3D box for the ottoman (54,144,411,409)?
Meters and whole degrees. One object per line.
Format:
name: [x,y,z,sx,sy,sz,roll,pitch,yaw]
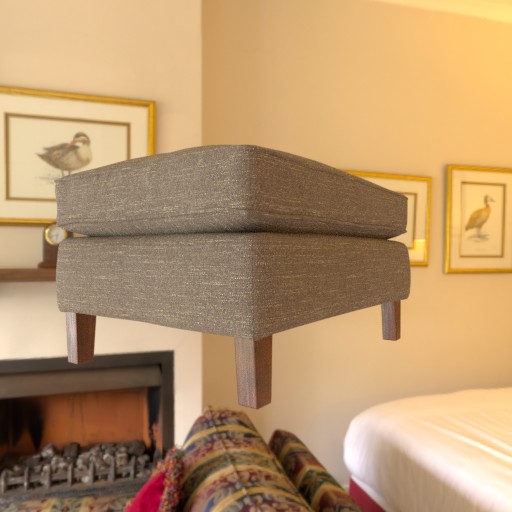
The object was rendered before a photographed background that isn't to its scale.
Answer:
ottoman: [0.000,0.000,0.967,0.508,0.406,0.686,0,0,36]
